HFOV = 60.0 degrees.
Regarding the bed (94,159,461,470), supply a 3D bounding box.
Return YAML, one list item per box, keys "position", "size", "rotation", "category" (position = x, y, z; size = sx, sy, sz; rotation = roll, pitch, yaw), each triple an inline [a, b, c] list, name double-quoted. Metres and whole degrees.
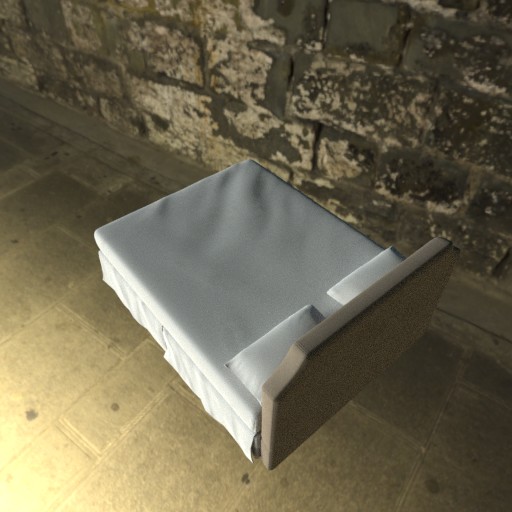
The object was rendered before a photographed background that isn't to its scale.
- position: [0.000, 0.000, 3.762]
  size: [1.977, 1.293, 2.498]
  rotation: [-31, 53, -27]
  category: "bed"
